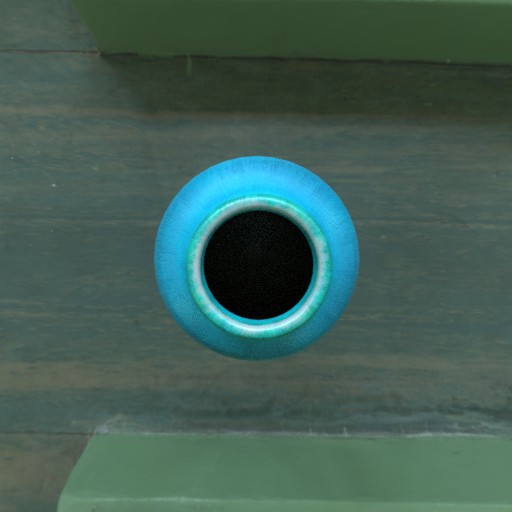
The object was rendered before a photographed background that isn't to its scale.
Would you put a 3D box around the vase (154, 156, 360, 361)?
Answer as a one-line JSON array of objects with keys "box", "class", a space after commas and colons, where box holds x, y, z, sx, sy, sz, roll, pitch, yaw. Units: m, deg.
[{"box": [0.000, 0.000, 0.253, 0.106, 0.192, 0.106, 0, 93, -1], "class": "vase"}]
